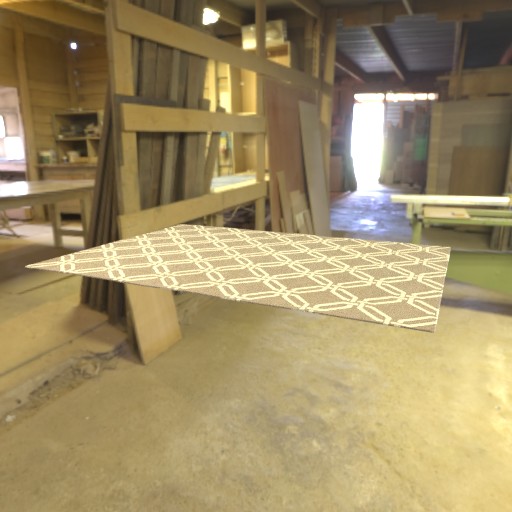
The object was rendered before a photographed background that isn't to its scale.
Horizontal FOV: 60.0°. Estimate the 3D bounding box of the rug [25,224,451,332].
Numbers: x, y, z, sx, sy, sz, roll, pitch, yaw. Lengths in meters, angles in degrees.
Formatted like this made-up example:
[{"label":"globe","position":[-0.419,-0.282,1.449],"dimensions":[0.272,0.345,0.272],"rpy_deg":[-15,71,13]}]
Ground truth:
[{"label":"rug","position":[0.000,0.000,4.321],"dimensions":[3.419,0.020,2.441],"rpy_deg":[6,15,24]}]
